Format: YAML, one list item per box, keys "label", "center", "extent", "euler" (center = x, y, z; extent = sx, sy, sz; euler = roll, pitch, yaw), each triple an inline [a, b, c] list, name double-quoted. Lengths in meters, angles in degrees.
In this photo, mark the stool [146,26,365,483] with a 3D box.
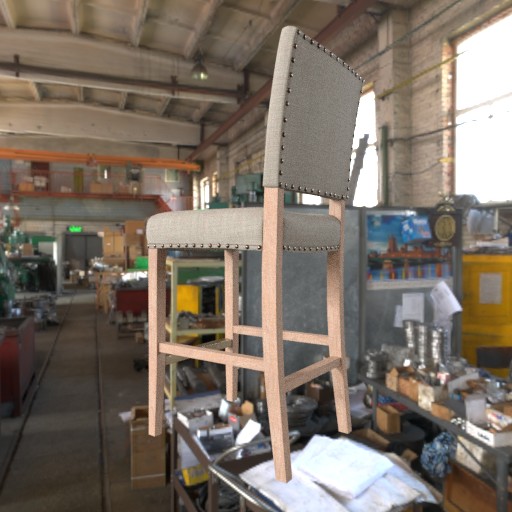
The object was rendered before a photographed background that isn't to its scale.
- label: "stool"
  center: [0.000, 0.000, 1.450]
  extent: [0.585, 1.173, 0.445]
  euler: [1, 2, 36]
